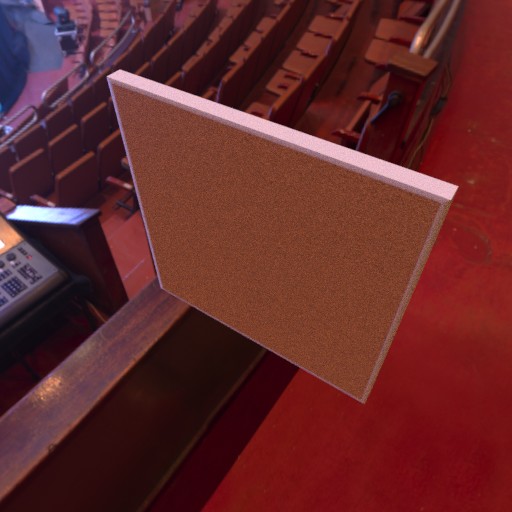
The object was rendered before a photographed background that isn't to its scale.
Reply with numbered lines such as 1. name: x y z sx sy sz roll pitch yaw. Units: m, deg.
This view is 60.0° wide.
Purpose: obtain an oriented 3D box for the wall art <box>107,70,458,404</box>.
1. wall art: 0.000 0.000 1.140 0.768 0.765 0.041 26 53 22
